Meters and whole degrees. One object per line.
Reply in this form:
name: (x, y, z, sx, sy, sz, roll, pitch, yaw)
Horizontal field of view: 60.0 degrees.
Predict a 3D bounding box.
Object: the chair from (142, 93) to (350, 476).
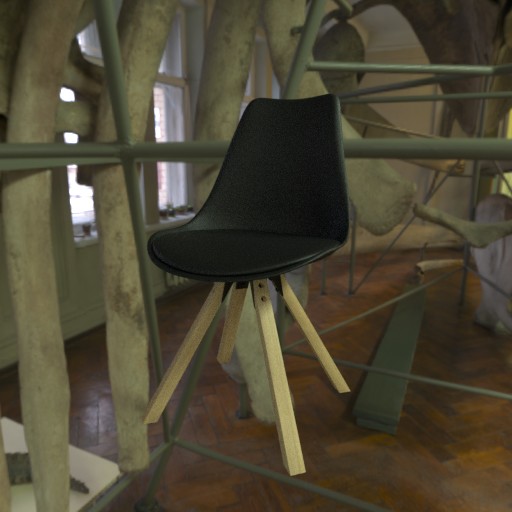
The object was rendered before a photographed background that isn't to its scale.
chair: (0.000, 0.000, 1.169, 0.485, 0.850, 0.549, 7, 15, 26)
